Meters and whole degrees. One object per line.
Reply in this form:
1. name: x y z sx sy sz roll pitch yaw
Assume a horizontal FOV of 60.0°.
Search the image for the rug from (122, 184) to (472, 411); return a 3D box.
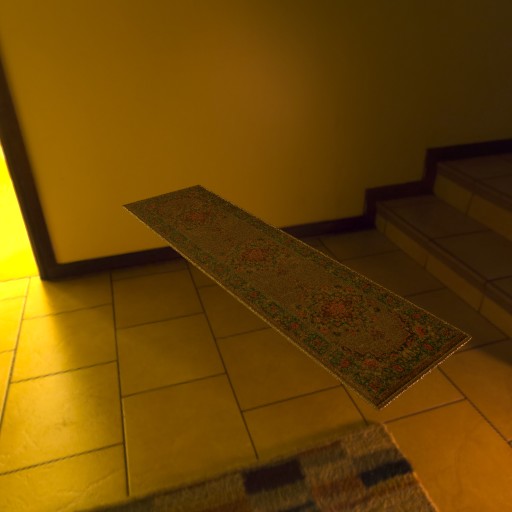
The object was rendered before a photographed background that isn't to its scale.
1. rug: 0.000 0.000 2.576 0.659 0.019 2.297 -22 37 -32
